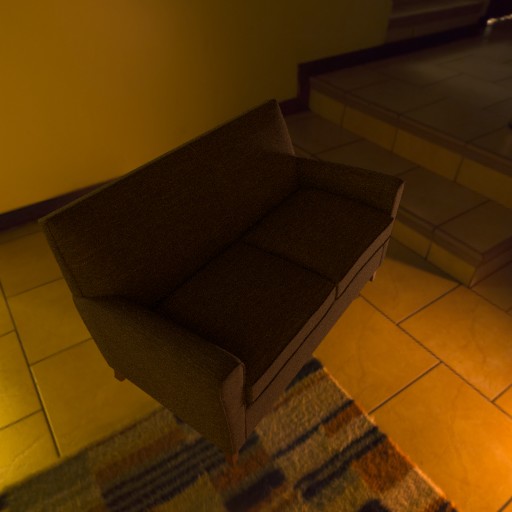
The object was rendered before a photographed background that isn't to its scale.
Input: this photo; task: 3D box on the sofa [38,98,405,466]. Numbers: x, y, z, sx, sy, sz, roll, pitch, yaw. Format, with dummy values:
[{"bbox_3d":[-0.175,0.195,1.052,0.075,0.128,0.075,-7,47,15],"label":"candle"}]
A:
[{"bbox_3d":[0.000,0.000,2.081,0.867,0.905,1.509,25,46,27],"label":"sofa"}]
